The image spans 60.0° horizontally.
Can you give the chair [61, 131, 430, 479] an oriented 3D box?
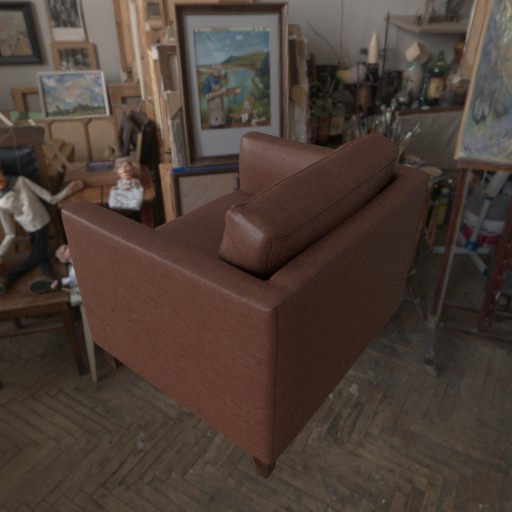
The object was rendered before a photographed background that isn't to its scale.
[{"bbox_3d":[0.000,0.000,1.795,0.959,0.917,1.107,23,39,31],"label":"chair"}]
